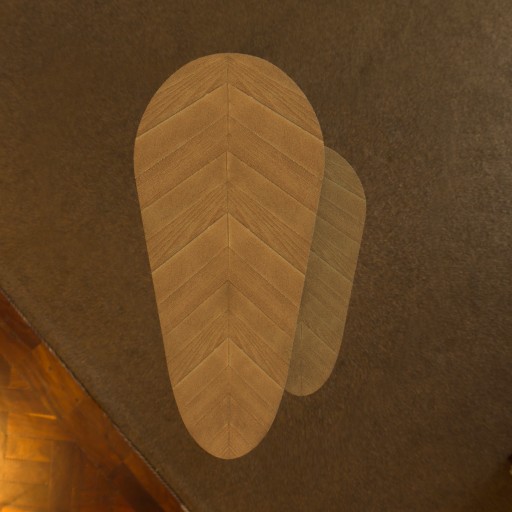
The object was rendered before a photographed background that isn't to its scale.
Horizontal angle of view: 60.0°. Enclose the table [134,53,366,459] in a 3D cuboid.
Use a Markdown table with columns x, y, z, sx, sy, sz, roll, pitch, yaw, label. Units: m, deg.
| x | y | z | sx | sy | sz | roll | pitch | yaw | label |
| --- | --- | --- | --- | --- | --- | --- | --- | --- | --- |
| 0.000 | 0.000 | 1.592 | 0.701 | 0.595 | 1.190 | 0 | 91 | 2 | table |
